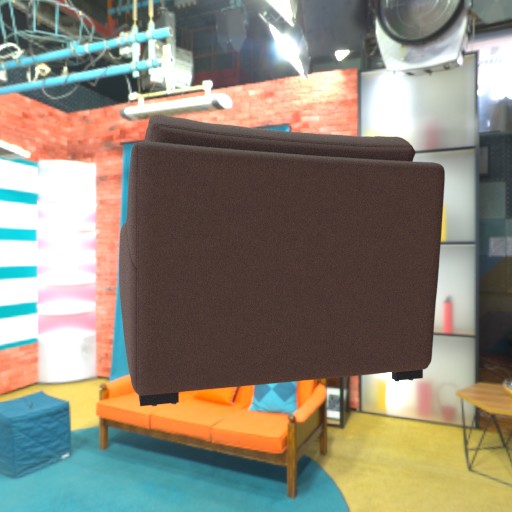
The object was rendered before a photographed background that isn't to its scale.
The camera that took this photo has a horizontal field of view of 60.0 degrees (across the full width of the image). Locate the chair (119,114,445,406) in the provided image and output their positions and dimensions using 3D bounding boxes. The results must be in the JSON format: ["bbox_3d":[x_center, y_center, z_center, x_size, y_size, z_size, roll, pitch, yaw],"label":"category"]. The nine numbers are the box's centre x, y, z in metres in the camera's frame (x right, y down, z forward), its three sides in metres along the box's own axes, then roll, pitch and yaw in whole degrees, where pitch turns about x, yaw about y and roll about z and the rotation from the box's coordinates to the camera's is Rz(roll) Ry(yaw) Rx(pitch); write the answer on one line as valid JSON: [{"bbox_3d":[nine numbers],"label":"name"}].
[{"bbox_3d":[0.000,0.000,1.977,1.168,0.940,1.143,0,0,-17],"label":"chair"}]
